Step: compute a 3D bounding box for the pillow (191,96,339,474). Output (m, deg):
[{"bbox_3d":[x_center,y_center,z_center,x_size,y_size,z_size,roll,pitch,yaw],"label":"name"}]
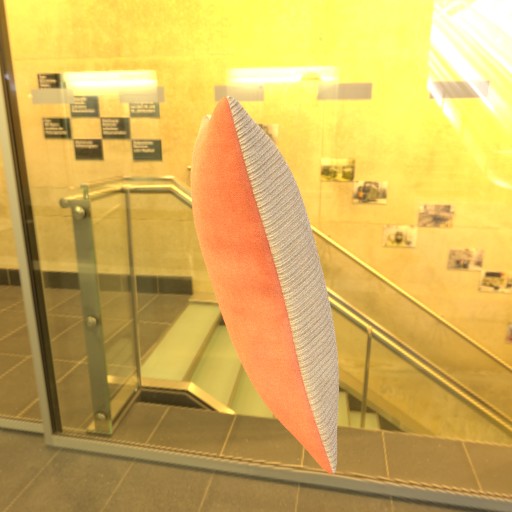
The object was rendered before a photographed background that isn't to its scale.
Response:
[{"bbox_3d":[0.000,0.000,0.635,0.177,0.401,0.424,-2,16,-8],"label":"pillow"}]
